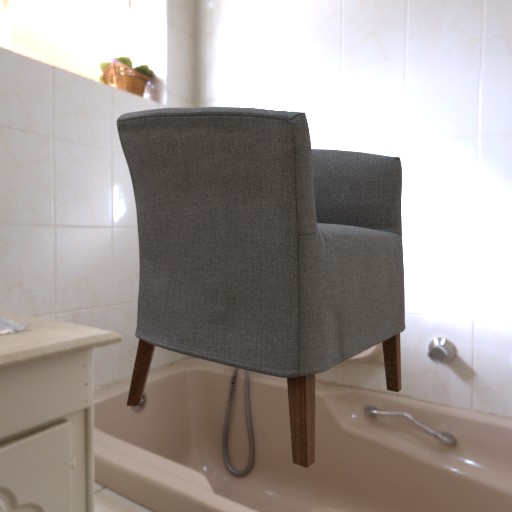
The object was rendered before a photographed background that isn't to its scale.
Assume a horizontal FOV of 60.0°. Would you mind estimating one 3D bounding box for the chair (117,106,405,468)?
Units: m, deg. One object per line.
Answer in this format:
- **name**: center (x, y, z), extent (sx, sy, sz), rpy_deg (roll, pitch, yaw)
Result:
- **chair**: center (0.000, 0.000, 1.226), extent (0.668, 0.771, 0.600), rpy_deg (1, 2, 36)
